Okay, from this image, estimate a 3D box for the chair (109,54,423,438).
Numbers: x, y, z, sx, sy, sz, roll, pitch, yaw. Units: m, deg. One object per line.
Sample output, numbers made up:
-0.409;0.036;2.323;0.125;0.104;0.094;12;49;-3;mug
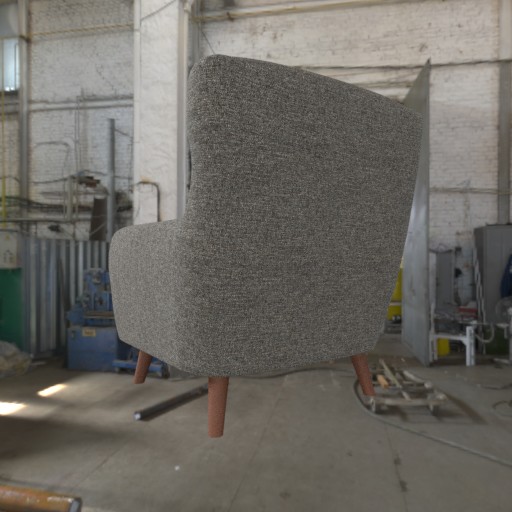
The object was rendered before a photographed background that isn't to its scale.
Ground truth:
0.000;0.000;1.669;0.889;1.039;0.940;0;0;-35;chair
